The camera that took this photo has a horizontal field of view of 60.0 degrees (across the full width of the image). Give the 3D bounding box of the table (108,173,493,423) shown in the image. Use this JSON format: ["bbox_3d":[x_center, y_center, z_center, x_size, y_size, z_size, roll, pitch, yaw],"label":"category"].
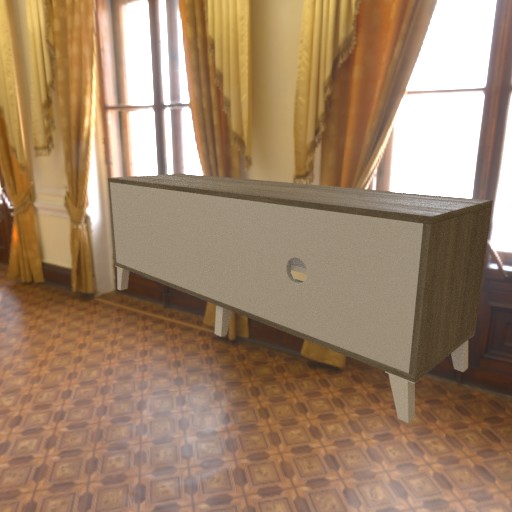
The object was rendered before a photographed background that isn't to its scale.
[{"bbox_3d":[0.000,0.000,1.700,1.500,0.530,0.400,14,20,43],"label":"table"}]
